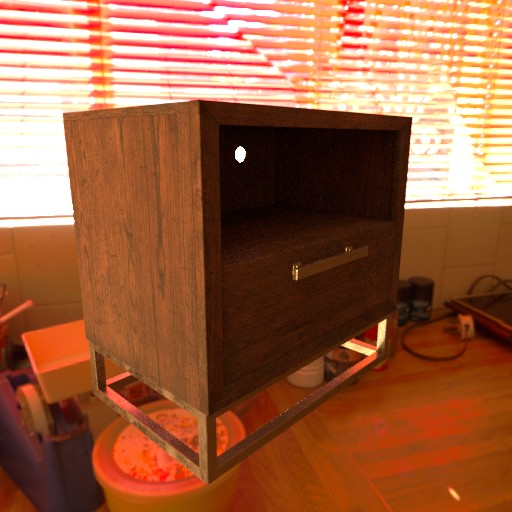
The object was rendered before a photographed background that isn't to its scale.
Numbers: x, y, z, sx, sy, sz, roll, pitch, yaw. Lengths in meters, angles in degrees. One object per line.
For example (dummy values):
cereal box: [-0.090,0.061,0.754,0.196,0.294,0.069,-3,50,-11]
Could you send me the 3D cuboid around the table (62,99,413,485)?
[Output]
table: [0.000,0.000,1.226,0.542,0.746,0.767,14,20,42]
